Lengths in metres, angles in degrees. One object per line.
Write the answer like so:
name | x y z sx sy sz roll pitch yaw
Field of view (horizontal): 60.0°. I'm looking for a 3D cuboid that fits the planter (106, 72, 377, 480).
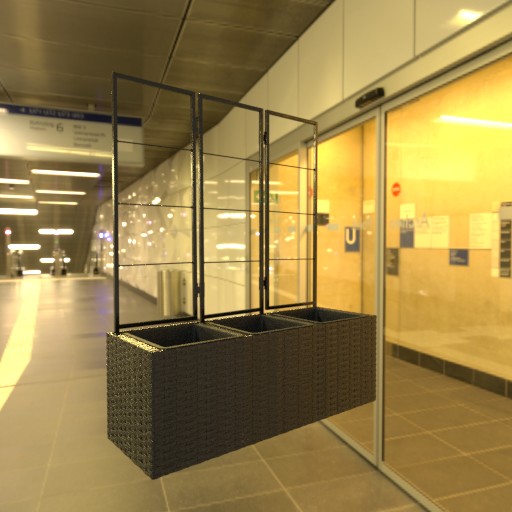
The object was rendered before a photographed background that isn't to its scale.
planter | 0.000 0.000 1.143 0.698 0.841 0.244 -1 2 -38
